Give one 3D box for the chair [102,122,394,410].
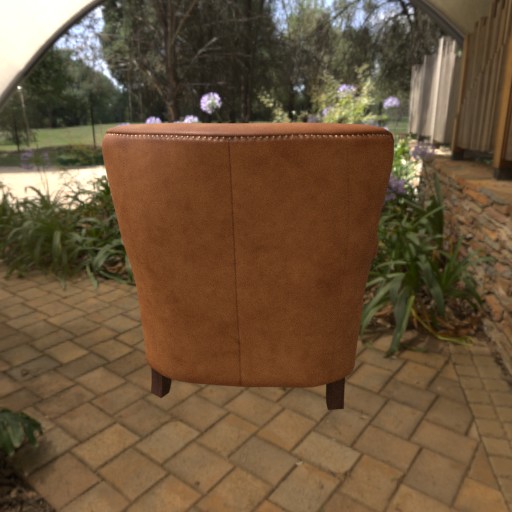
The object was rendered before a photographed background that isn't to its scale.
[{"bbox_3d":[0.000,0.000,1.647,0.861,0.936,0.921,2,16,8],"label":"chair"}]
